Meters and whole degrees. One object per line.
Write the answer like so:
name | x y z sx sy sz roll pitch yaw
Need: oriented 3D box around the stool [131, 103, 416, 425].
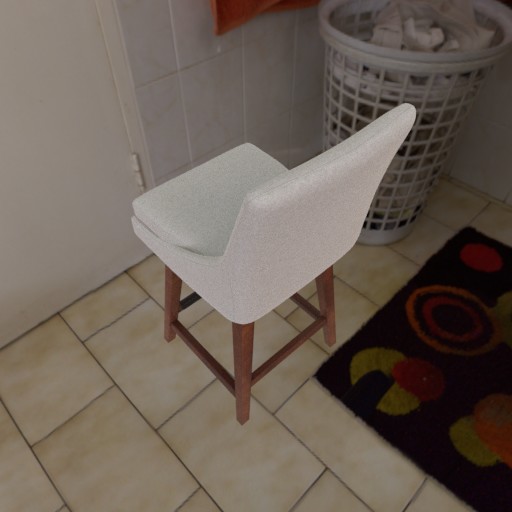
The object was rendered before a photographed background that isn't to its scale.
stool | 0.000 0.000 1.282 0.469 0.991 0.559 -34 56 -27
